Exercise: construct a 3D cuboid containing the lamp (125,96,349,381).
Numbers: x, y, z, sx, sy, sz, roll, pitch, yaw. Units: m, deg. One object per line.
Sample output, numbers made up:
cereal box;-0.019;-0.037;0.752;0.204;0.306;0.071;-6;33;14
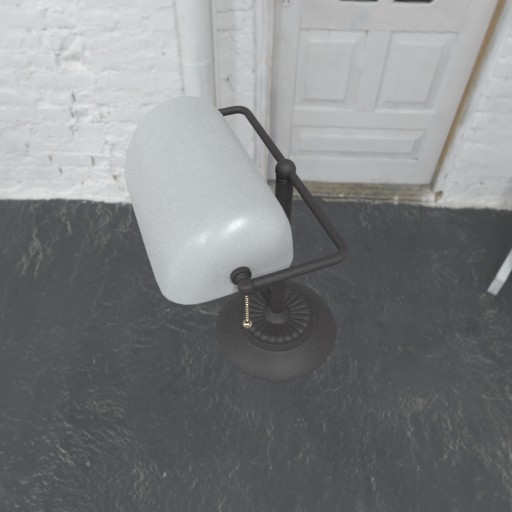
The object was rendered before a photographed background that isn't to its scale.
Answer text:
lamp;0.000;0.000;0.527;0.243;0.339;0.264;-16;50;-14
